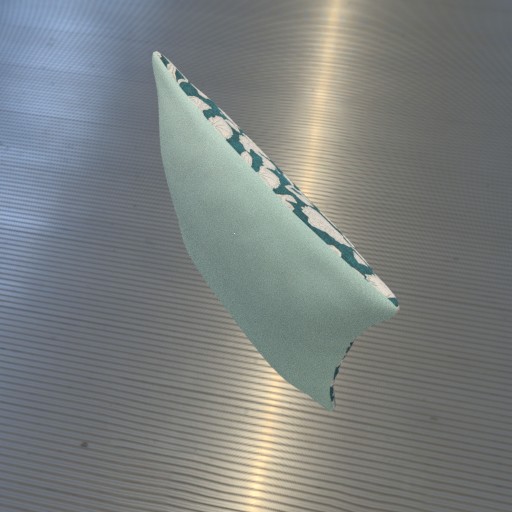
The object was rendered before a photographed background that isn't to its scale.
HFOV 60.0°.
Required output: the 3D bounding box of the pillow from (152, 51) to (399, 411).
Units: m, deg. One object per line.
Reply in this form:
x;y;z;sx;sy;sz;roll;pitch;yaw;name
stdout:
0.000;0.000;0.782;0.166;0.508;0.525;-31;64;-17;pillow
